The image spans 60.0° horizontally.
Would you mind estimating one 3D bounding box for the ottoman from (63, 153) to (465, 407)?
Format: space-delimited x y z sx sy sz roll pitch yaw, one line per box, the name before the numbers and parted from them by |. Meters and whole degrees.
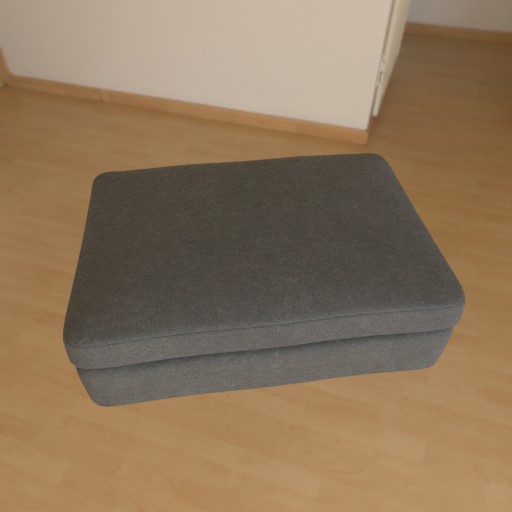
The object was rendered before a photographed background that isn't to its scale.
ottoman | 0.000 0.000 1.612 1.199 0.429 0.840 -5 46 -5
